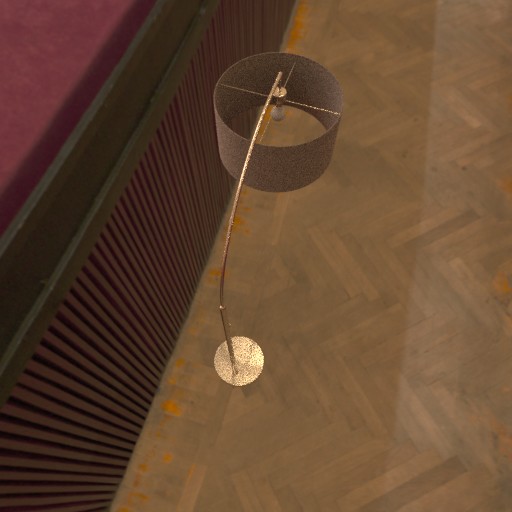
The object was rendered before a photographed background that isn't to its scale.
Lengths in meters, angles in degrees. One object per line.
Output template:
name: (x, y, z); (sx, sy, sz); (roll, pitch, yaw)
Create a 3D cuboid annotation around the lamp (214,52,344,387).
lamp: (0.000, 0.000, 2.125); (0.452, 1.735, 0.934); (17, 64, 9)
